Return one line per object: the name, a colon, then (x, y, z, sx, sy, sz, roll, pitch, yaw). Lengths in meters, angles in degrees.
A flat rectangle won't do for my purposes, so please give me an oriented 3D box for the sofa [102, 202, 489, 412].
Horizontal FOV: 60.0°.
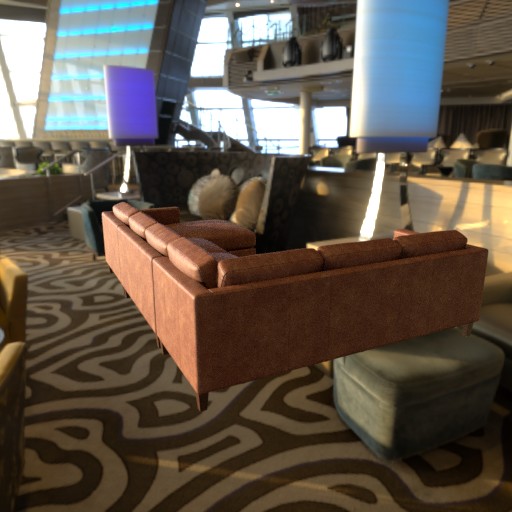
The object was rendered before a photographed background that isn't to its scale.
sofa: (0.000, 0.000, 4.461, 2.452, 0.888, 3.324, -7, 16, -26)
